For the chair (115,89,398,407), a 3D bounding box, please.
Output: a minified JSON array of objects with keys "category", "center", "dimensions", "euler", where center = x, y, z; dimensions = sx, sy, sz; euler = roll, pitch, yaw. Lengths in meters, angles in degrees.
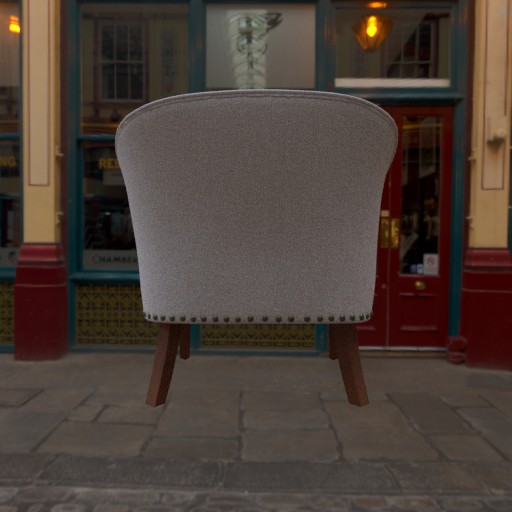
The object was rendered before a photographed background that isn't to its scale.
[{"category":"chair","center":[0.000,0.000,1.417],"dimensions":[0.798,0.815,0.704],"euler":[0,1,0]}]
